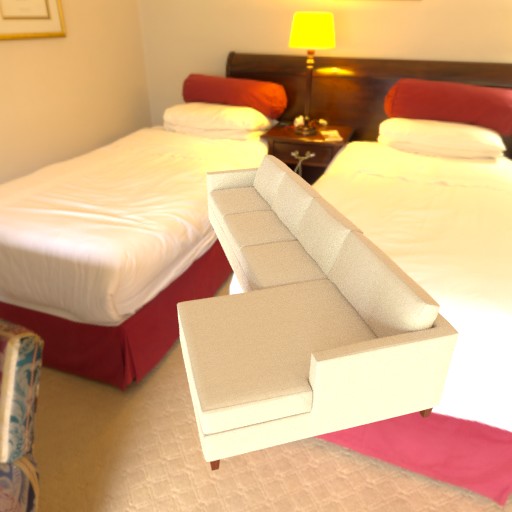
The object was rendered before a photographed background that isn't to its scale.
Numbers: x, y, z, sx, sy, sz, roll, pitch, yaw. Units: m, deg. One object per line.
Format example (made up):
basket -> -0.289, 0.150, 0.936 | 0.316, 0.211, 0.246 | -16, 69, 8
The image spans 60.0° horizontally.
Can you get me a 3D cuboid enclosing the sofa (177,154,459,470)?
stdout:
sofa -> 0.000, 0.000, 4.041 | 1.599, 0.954, 3.471 | -8, 30, -14
